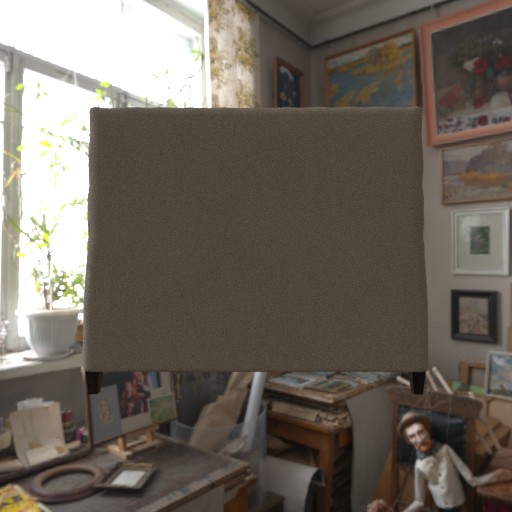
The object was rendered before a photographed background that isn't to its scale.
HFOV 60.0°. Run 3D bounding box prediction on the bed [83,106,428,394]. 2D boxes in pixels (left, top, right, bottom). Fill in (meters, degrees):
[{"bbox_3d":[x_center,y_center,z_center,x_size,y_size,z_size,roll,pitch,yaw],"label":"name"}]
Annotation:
[{"bbox_3d":[0.000,0.000,3.346,1.698,1.427,2.387,0,-2,0],"label":"bed"}]
